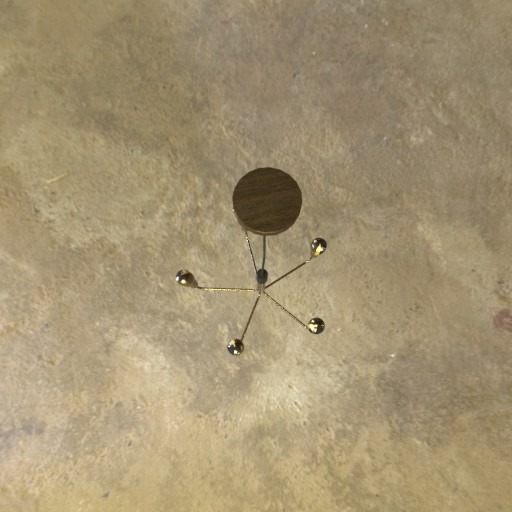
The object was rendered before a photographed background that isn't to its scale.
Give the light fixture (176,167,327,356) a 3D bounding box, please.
[{"bbox_3d":[0.000,0.000,1.368,0.588,1.059,0.532,-14,76,-3],"label":"light fixture"}]
